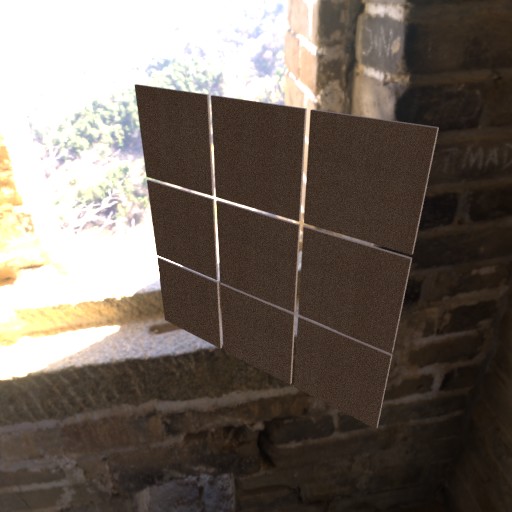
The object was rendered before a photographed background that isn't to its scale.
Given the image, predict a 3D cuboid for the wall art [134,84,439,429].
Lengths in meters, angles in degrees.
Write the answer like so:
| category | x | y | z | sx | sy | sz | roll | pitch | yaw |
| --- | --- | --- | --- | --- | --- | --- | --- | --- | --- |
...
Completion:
| category | x | y | z | sx | sy | sz | roll | pitch | yaw |
| --- | --- | --- | --- | --- | --- | --- | --- | --- | --- |
| wall art | 0.000 | 0.000 | 1.817 | 1.219 | 1.218 | 0.013 | 20 | 36 | 30 |
